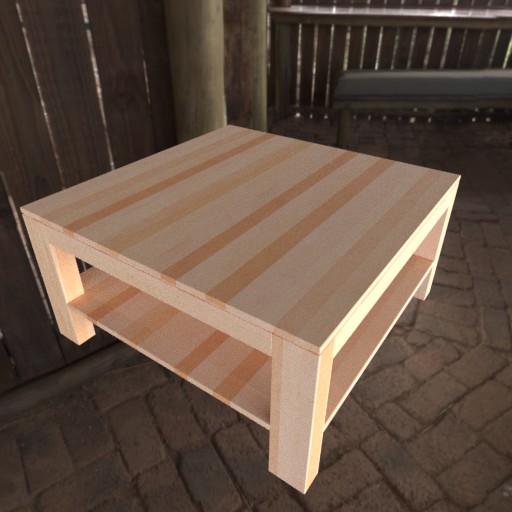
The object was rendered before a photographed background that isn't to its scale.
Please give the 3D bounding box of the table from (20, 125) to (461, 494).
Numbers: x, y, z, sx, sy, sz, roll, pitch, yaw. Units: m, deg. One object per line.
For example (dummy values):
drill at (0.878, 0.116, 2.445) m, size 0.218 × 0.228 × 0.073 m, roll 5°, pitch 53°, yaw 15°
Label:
table at (0.000, 0.000, 1.389) m, size 0.900 × 0.450 × 0.900 m, roll 21°, pitch 39°, yaw 29°
